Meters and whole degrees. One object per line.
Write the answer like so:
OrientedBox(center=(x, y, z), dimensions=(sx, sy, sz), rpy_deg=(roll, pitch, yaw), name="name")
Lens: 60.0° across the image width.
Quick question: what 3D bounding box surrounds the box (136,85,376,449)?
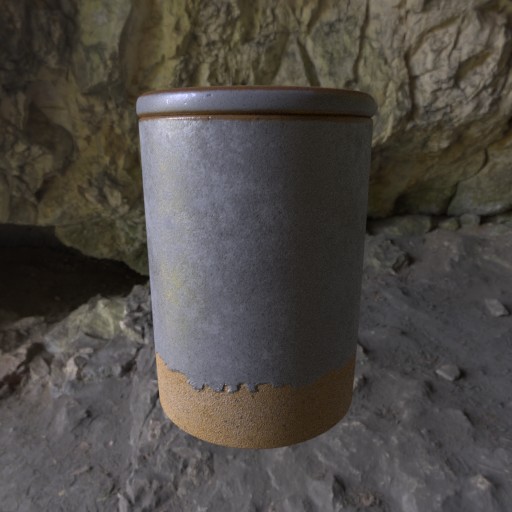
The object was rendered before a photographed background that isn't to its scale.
OrientedBox(center=(0.000, 0.000, 0.246), dimensions=(0.118, 0.168, 0.118), rpy_deg=(0, 16, 0), name="box")
